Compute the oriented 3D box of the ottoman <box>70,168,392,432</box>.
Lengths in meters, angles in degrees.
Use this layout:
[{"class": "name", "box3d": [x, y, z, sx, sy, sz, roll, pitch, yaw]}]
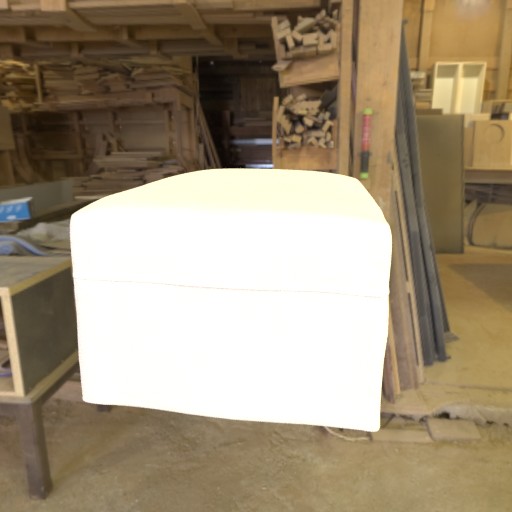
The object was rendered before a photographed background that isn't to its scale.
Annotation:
[{"class": "ottoman", "box3d": [0.000, 0.000, 1.183, 0.590, 0.444, 0.872, 2, 15, 9]}]
